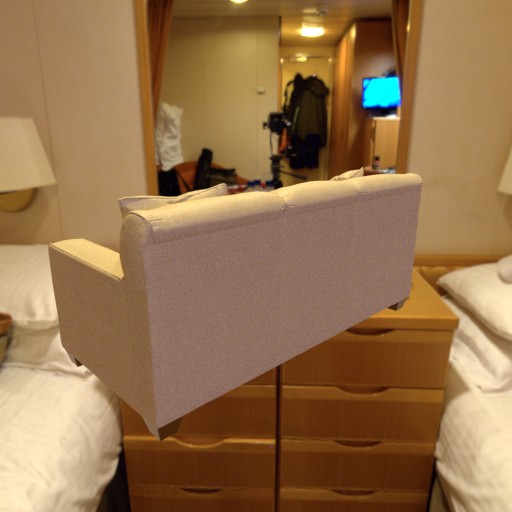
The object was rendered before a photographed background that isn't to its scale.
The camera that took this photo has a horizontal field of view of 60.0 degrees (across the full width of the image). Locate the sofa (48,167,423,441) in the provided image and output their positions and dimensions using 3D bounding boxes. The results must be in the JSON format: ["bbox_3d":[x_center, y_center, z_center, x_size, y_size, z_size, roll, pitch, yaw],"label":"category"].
[{"bbox_3d":[0.000,0.000,2.581,2.024,0.958,0.997,-15,22,-42],"label":"sofa"}]
